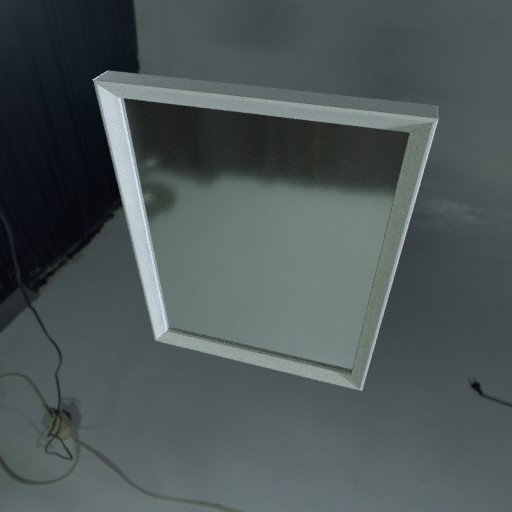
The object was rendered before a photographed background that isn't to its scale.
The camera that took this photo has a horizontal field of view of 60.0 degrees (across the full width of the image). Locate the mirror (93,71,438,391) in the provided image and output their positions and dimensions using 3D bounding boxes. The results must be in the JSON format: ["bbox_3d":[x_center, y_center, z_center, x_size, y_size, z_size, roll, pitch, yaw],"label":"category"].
[{"bbox_3d":[0.000,0.000,0.683,0.406,0.509,0.041,11,42,12],"label":"mirror"}]
